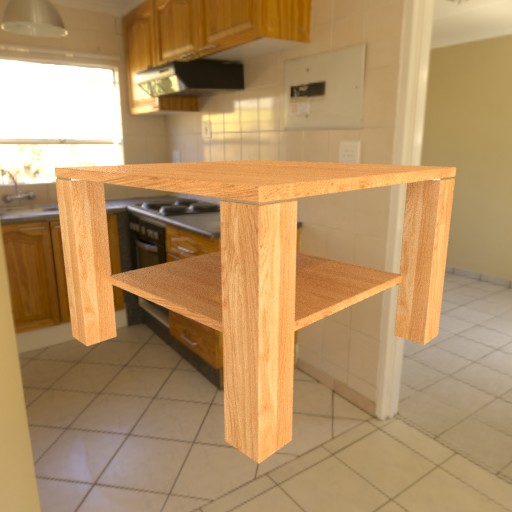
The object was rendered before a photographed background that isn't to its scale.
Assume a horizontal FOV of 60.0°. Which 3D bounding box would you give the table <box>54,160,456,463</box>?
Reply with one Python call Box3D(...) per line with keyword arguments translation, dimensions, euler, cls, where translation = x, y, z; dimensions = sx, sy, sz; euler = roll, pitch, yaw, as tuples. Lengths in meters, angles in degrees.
Box3D(translation=(0.000, 0.000, 1.145), dimensions=(0.700, 0.450, 0.700), euler=(14, 20, 43), cls="table")
